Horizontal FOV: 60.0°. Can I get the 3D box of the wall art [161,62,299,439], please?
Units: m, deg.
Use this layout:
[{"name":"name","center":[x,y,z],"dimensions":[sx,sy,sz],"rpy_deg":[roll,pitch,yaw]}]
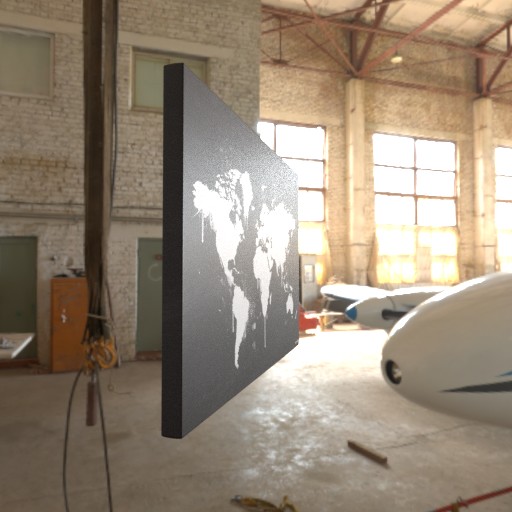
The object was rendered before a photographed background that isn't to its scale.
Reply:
[{"name":"wall art","center":[0.000,0.000,1.154],"dimensions":[0.038,0.612,0.912],"rpy_deg":[0,-2,17]}]
